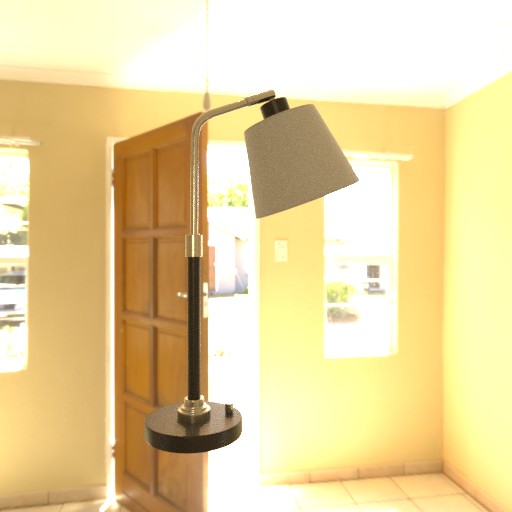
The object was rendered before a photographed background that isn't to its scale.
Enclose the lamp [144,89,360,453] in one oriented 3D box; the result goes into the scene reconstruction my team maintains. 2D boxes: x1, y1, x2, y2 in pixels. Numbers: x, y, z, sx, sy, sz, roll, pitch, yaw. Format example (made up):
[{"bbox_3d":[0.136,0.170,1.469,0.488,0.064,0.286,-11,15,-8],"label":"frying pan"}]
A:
[{"bbox_3d":[0.000,0.000,0.709,0.348,0.539,0.181,0,0,-19],"label":"lamp"}]
